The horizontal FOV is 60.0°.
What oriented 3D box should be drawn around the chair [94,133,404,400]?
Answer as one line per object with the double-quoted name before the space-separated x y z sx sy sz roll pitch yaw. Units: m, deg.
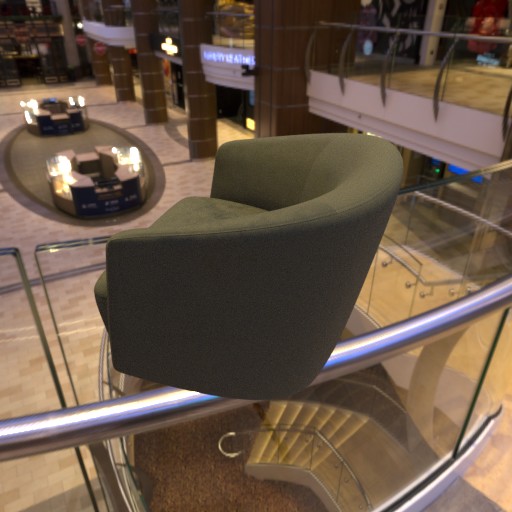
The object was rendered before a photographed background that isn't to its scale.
"chair" 0.000 0.000 1.356 0.767 0.698 0.773 8 31 13
